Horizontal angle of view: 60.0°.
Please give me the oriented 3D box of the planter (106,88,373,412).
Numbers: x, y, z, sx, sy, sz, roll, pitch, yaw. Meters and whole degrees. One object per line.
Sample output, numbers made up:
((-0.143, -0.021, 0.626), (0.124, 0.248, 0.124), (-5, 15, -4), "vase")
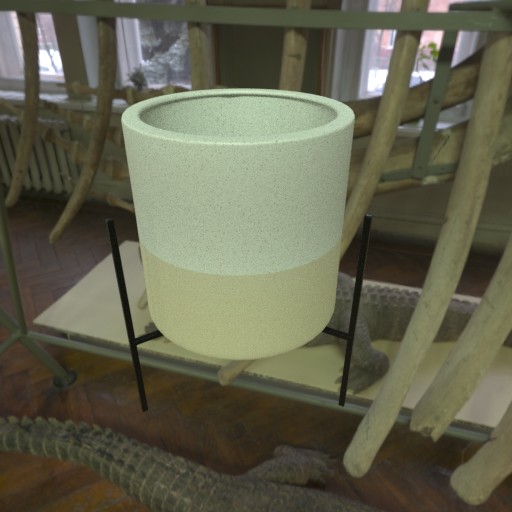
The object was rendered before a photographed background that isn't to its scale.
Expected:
((0.000, 0.000, 0.556), (0.267, 0.362, 0.263), (8, 32, 14), "planter")
